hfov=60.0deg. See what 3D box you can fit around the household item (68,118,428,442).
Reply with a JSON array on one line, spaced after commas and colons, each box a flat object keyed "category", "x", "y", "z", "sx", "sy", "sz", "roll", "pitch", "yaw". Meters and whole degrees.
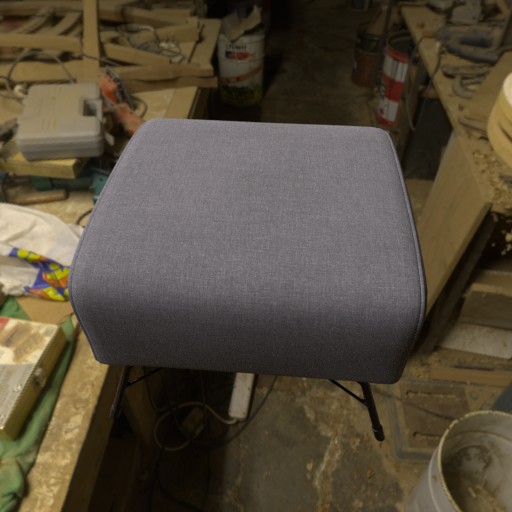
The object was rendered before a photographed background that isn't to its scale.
[{"category": "household item", "x": 0.000, "y": 0.000, "z": 0.881, "sx": 0.530, "sy": 0.410, "sz": 0.530, "roll": 3, "pitch": 46, "yaw": 3}]
